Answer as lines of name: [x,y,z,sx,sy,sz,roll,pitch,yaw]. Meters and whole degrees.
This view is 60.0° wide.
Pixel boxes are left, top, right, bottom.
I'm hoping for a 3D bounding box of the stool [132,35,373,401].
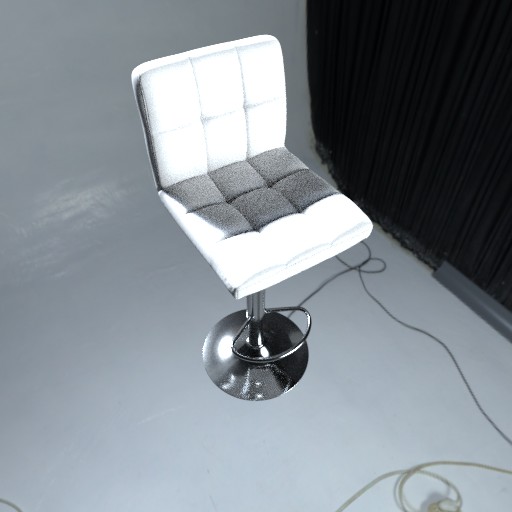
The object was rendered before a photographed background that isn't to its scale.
stool: [0.000,0.000,1.382,0.430,1.115,0.505,-24,51,-21]
